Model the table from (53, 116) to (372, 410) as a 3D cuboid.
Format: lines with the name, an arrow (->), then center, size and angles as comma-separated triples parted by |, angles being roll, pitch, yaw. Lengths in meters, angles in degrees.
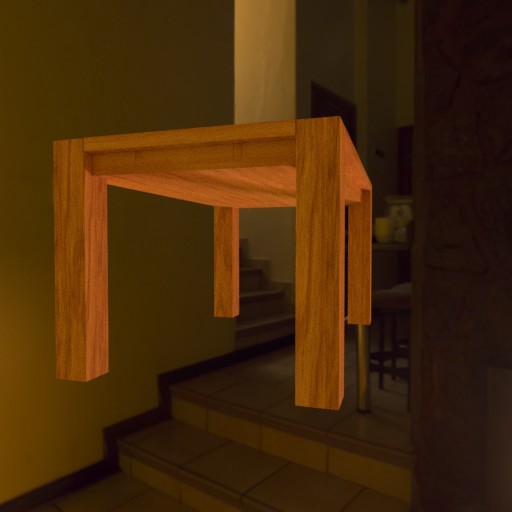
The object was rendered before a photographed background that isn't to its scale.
table -> 0.000, 0.000, 1.942 | 0.900, 0.760, 1.400 | 0, 2, 18
